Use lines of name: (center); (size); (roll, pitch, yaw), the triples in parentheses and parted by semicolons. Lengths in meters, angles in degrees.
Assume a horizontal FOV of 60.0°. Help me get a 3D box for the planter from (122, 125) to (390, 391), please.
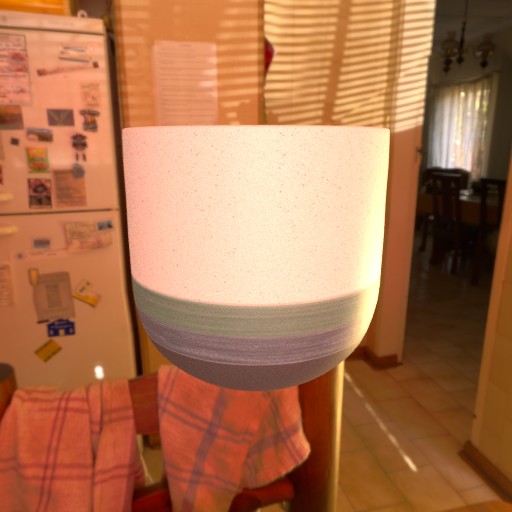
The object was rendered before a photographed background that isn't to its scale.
planter: (0.000, 0.000, 0.492); (0.268, 0.270, 0.268); (0, 14, 0)
